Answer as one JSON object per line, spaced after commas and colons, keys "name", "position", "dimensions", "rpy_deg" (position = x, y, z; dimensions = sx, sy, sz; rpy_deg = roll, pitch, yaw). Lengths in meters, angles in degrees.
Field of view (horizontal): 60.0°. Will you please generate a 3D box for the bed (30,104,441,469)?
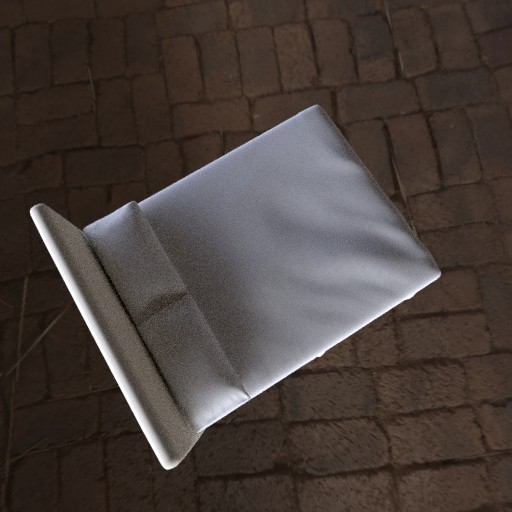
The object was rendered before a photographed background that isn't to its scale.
{"name": "bed", "position": [0.000, 0.000, 3.147], "dimensions": [2.147, 1.330, 1.714], "rpy_deg": [-31, 78, -7]}
